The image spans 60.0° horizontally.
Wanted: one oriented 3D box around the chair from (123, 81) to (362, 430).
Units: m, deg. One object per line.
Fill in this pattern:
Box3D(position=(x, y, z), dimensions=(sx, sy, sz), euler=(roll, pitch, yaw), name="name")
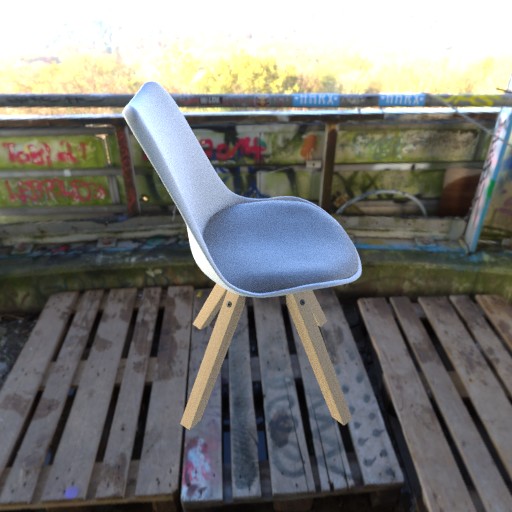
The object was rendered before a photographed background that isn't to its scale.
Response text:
Box3D(position=(0.000, 0.000, 1.193), dimensions=(0.550, 0.850, 0.485), euler=(-1, 33, -2), name="chair")
